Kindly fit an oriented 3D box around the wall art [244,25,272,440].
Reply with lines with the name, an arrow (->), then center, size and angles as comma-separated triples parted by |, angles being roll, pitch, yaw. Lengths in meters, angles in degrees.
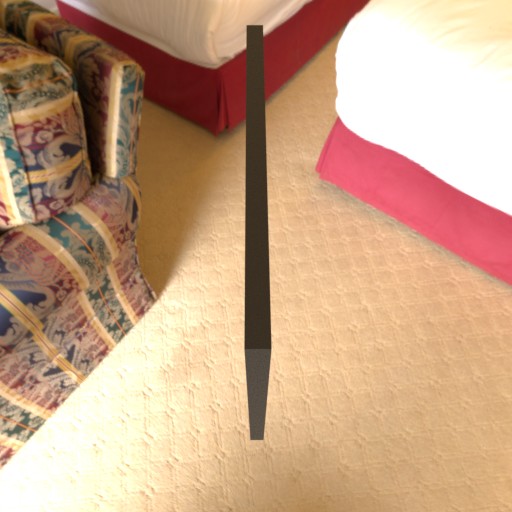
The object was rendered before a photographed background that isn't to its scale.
wall art -> 0.000, 0.000, 1.133 | 0.038, 0.763, 0.763 | 0, 59, 0
